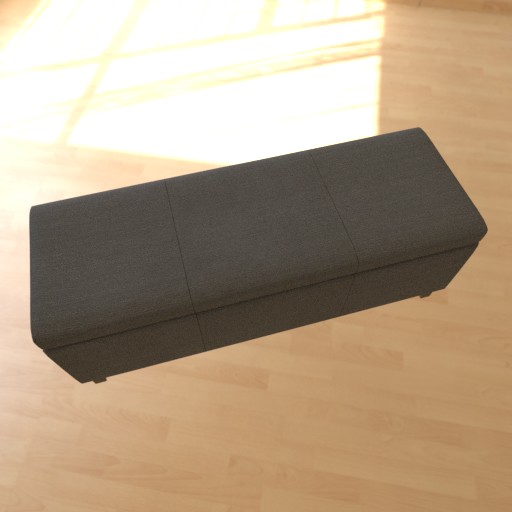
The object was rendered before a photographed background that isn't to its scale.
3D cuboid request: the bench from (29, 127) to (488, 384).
[{"bbox_3d":[0.000,0.000,1.433,1.269,0.438,0.446,-13,59,-8],"label":"bench"}]
